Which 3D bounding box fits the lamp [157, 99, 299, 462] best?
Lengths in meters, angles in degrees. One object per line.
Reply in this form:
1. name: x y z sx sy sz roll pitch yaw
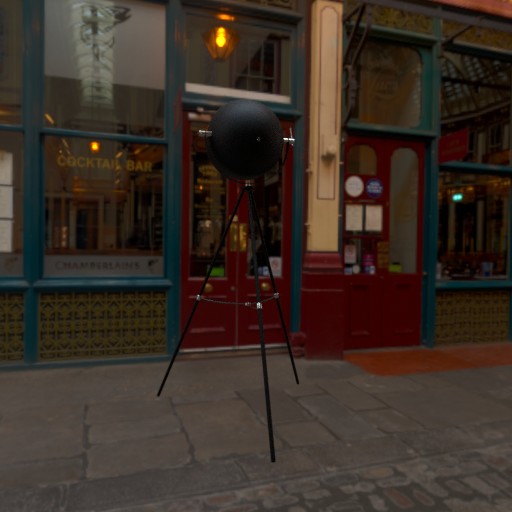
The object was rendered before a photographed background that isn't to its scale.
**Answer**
1. lamp: 0.000 0.000 2.077 0.817 1.512 0.920 0 0 -19
